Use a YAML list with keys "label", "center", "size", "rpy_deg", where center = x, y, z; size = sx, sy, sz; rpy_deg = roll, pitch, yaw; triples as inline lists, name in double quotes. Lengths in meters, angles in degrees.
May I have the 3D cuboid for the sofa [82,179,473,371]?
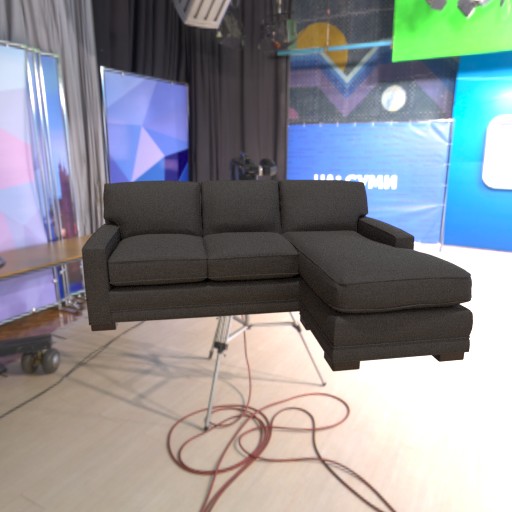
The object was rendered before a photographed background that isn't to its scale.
- label: "sofa"
  center: [0.000, 0.000, 3.212]
  size: [2.370, 0.973, 1.790]
  rpy_deg: [-2, 15, -9]
